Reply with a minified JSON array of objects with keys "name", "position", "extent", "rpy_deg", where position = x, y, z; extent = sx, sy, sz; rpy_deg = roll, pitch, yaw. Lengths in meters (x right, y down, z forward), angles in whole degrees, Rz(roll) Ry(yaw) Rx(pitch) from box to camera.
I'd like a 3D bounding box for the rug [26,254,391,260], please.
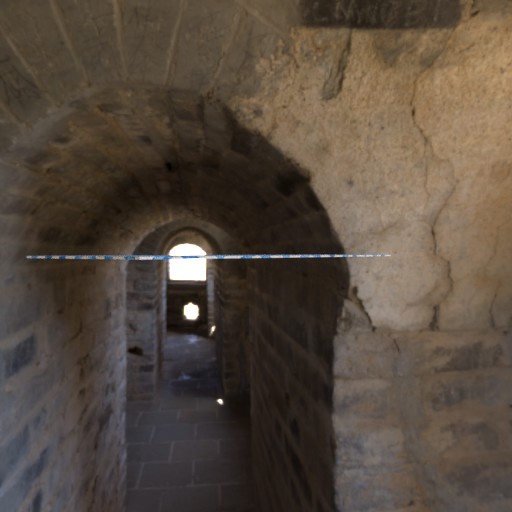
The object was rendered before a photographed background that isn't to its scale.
[{"name":"rug","position":[0.000,0.000,1.691],"extent":[0.503,0.007,1.492],"rpy_deg":[0,0,37]}]
